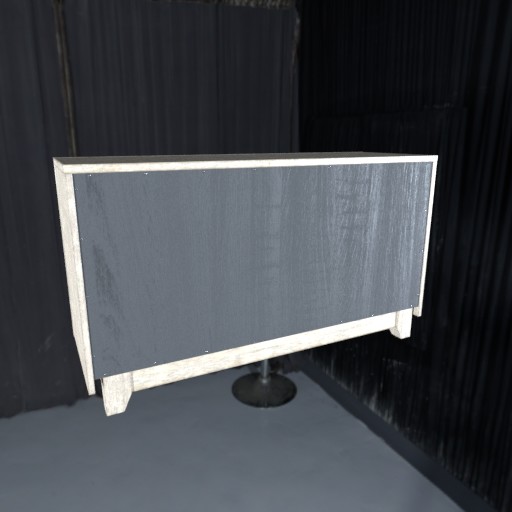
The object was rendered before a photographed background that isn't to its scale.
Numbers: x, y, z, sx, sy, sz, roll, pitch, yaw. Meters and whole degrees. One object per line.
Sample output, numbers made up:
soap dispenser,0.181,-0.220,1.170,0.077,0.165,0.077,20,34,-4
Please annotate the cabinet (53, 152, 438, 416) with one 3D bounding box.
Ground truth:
cabinet,0.000,0.000,1.878,1.460,0.825,0.511,-7,17,-26
